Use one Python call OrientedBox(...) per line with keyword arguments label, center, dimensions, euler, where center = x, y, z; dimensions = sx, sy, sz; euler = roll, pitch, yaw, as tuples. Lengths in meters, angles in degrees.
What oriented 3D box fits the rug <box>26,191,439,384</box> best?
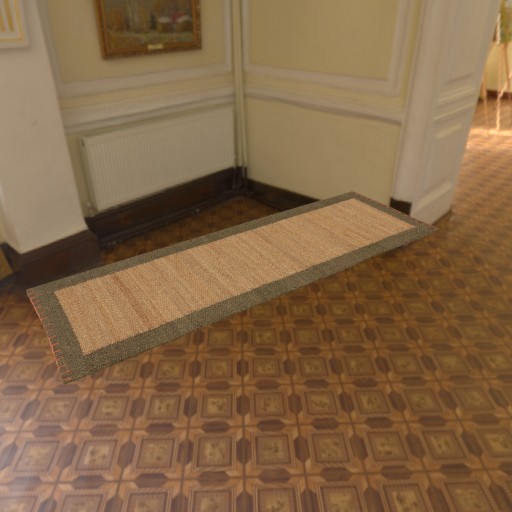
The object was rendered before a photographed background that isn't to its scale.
OrientedBox(label="rug", center=(0.000, 0.000, 2.646), dimensions=(2.413, 0.016, 0.810), euler=(-19, 35, -29))
